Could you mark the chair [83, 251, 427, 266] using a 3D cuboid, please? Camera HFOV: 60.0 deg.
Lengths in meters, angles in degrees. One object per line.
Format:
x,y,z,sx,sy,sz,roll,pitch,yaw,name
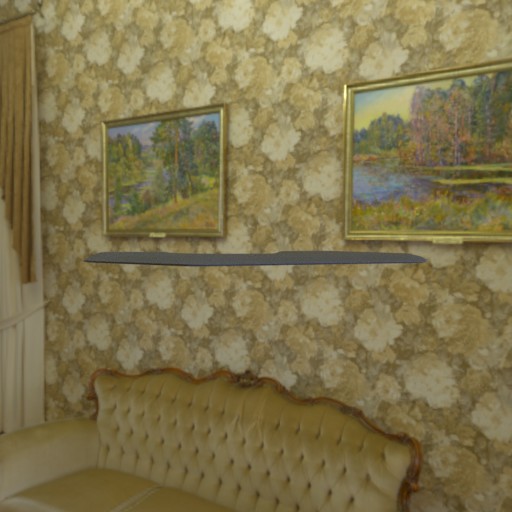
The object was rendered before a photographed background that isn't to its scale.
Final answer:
0.000,0.000,1.914,1.372,0.024,1.219,-1,2,-18,chair
